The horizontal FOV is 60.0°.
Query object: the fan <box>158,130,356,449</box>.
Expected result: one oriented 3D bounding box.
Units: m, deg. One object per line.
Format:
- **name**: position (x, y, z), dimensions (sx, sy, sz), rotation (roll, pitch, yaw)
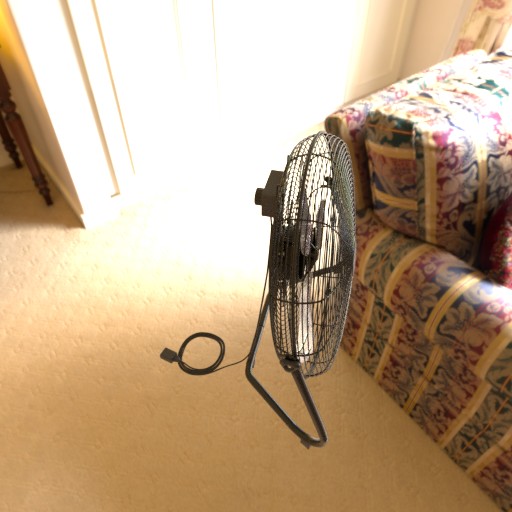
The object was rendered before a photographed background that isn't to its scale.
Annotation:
- **fan**: position (0.000, 0.000, 0.936), dimensions (0.424, 0.546, 0.555), rotation (10, 47, 10)
